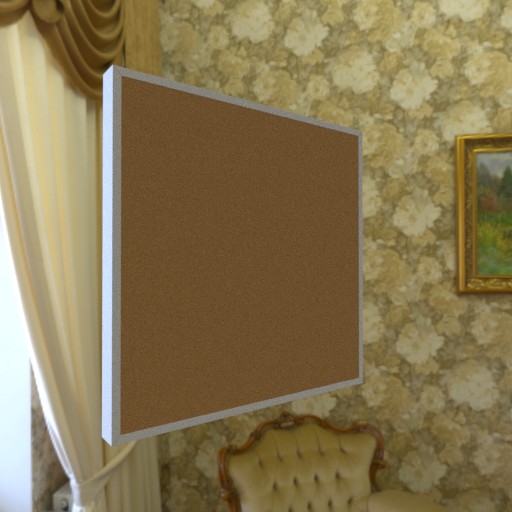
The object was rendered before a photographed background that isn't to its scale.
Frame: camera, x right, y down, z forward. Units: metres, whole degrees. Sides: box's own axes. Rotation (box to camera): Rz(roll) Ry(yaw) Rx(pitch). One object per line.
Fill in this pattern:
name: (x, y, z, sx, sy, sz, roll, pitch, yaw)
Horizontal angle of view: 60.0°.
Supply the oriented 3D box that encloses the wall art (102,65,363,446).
wall art: (0.000, 0.000, 0.454, 0.304, 0.304, 0.024, 0, -1, -37)
